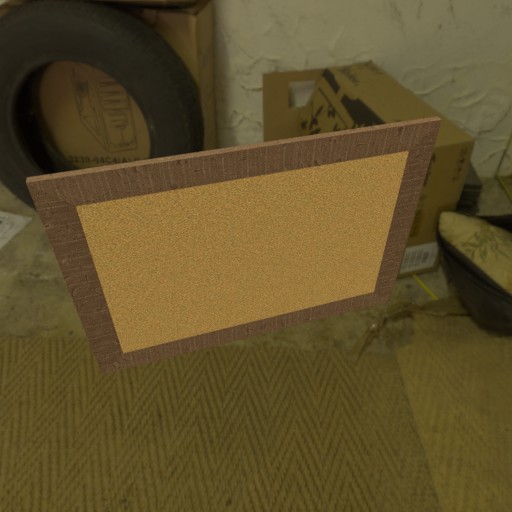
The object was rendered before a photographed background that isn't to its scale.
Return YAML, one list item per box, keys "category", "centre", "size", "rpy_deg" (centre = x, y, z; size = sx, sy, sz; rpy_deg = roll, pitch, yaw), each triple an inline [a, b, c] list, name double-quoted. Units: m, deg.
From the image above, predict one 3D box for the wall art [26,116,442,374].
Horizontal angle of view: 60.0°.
- category: "wall art"
  centre: [0.000, 0.000, 1.154]
  size: [0.917, 0.626, 0.019]
  rpy_deg: [-12, 42, -13]
